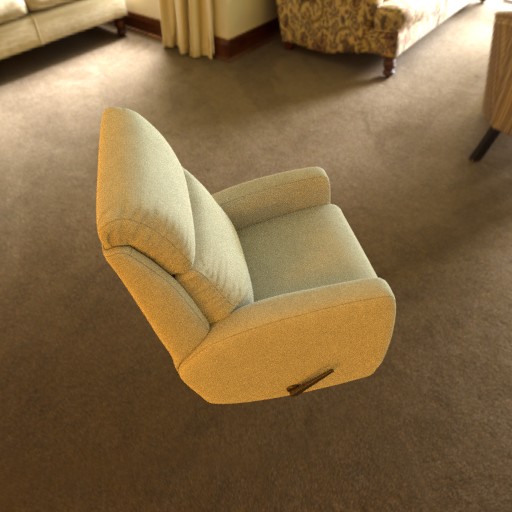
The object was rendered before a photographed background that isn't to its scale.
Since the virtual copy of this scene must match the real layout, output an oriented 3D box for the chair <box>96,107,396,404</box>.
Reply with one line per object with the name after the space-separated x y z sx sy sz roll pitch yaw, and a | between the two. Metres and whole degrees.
0.000 0.000 1.663 0.941 1.015 0.812 -9 47 -9 | chair
